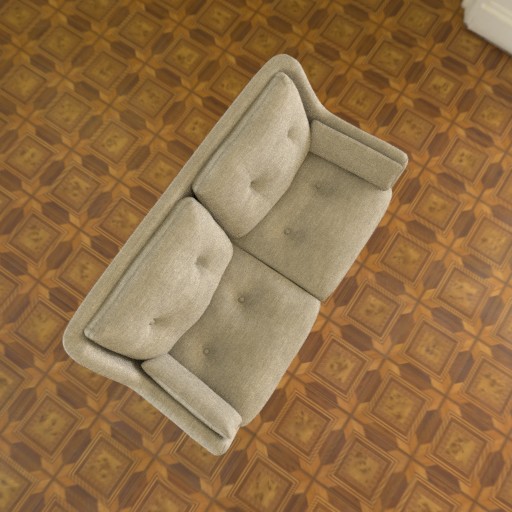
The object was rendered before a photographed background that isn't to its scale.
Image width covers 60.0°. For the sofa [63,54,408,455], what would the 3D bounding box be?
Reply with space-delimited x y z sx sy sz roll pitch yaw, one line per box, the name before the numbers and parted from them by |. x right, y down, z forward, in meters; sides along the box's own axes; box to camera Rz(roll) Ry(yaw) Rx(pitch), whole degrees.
sofa | 0.000 0.000 2.492 0.976 0.897 1.930 33 78 8
